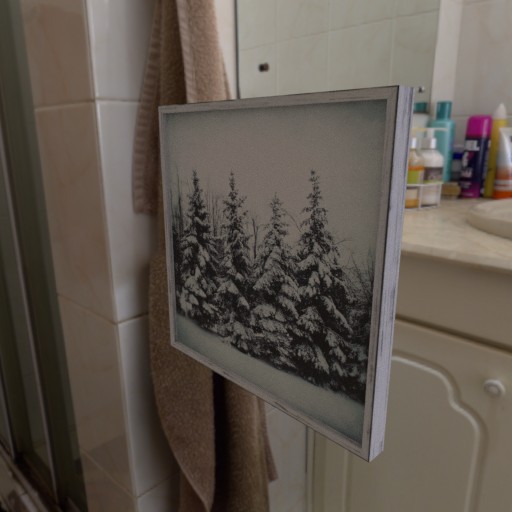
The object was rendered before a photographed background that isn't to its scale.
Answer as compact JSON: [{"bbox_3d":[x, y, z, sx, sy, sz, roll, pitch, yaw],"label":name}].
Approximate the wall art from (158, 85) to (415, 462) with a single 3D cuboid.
[{"bbox_3d":[0.000,0.000,0.755,0.038,0.506,0.506,-14,21,-42],"label":"wall art"}]
